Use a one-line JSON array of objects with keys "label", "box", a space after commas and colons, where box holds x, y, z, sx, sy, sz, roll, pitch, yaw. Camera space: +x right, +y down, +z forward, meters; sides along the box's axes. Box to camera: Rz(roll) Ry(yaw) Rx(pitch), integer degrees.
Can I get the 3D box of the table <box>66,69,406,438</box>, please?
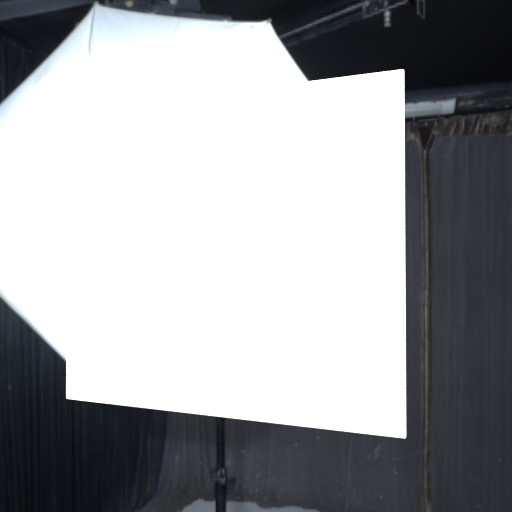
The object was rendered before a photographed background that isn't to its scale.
[{"label": "table", "box": [0.000, 0.000, 0.898, 0.570, 0.510, 0.420, 0, -1, 18]}]
